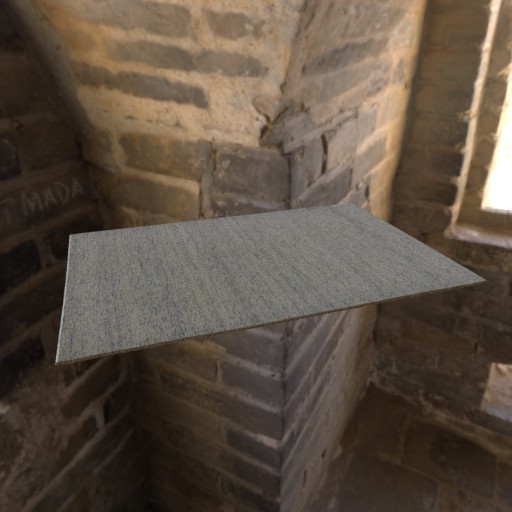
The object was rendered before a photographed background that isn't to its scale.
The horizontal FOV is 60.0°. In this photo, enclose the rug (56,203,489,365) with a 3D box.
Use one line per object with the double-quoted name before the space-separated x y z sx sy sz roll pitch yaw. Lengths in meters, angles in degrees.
"rug" 0.000 0.000 2.812 2.263 0.017 1.523 -8 26 -17
